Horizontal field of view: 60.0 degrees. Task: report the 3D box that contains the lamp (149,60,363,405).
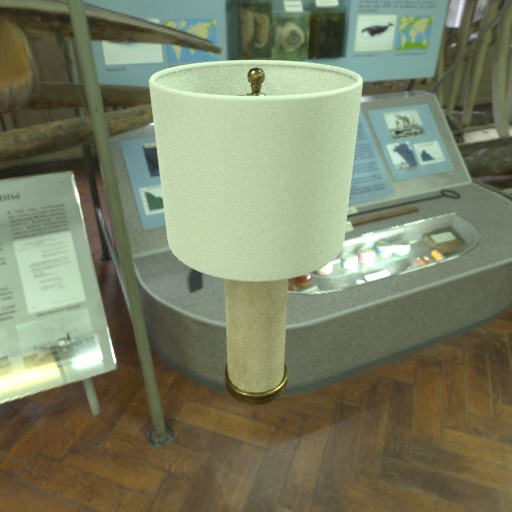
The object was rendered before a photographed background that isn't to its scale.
[{"bbox_3d":[0.000,0.000,0.802,0.305,0.634,0.305,20,36,29],"label":"lamp"}]
